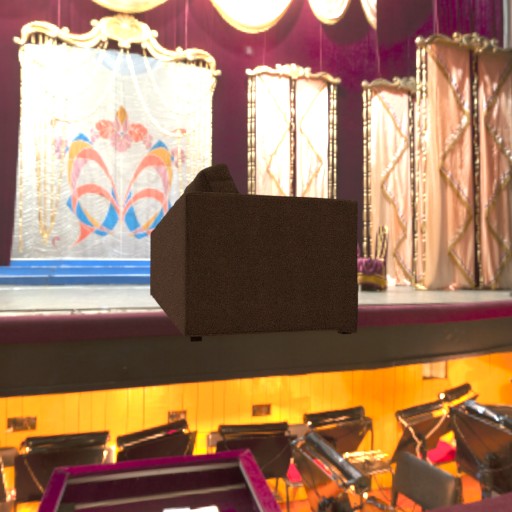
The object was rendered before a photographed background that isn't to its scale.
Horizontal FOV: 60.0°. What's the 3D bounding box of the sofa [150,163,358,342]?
[{"bbox_3d":[0.000,0.000,3.868,1.650,0.922,3.205,0,-1,-16],"label":"sofa"}]
